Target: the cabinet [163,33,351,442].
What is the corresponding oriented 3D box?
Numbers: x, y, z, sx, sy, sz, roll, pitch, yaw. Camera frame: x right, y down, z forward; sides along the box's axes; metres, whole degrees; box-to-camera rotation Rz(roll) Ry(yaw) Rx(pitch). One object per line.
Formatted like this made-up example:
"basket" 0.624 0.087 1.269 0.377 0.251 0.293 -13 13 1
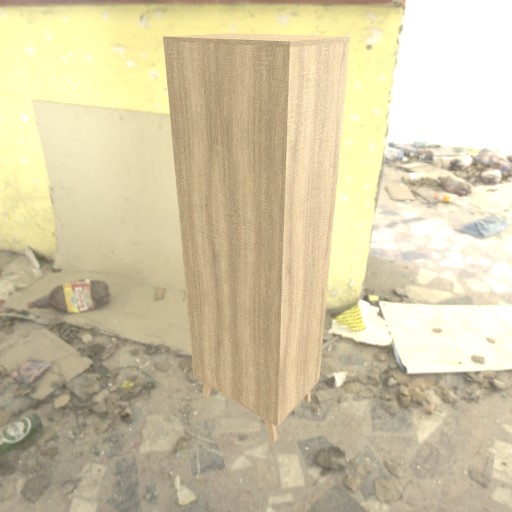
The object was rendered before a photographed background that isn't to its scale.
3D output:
"cabinet" 0.000 0.000 2.084 0.570 1.850 0.400 20 34 32
